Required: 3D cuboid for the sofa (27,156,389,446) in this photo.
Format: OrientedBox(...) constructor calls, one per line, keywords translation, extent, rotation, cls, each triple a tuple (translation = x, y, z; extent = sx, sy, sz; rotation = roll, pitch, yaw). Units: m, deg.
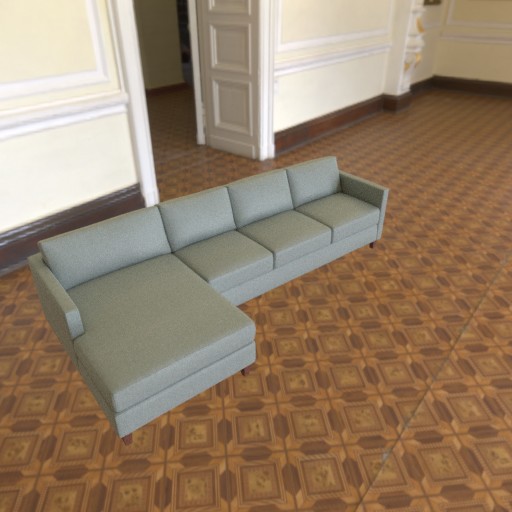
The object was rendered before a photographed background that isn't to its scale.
OrientedBox(translation=(0.000, 0.000, 4.068), extent=(3.470, 0.953, 1.600), rotation=(-22, 38, -32), cls="sofa")
